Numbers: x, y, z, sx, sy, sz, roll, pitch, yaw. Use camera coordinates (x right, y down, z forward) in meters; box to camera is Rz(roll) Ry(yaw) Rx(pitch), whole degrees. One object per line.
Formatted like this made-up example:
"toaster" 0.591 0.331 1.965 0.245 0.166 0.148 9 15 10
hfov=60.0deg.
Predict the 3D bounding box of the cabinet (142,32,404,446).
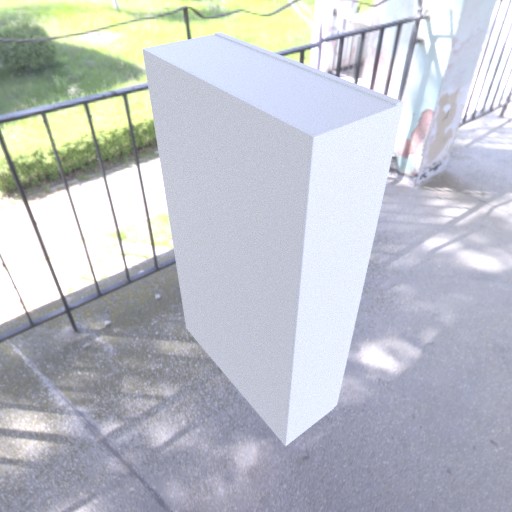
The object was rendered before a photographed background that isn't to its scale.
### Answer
"cabinet" 0.000 0.000 2.661 0.480 2.160 1.250 -27 47 -28
